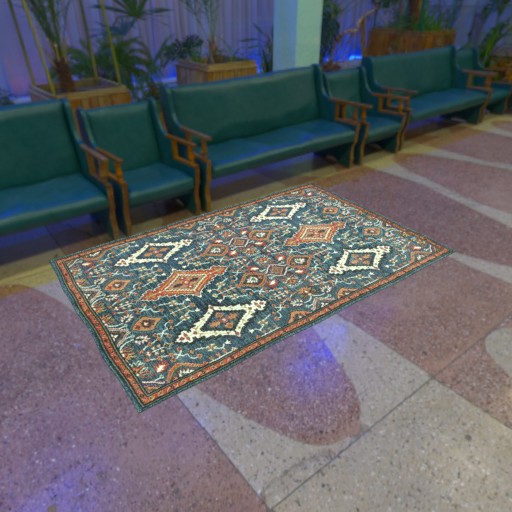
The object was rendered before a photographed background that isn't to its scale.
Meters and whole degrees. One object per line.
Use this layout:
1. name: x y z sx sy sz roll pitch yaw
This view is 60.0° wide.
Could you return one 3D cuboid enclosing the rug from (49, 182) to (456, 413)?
1. rug: 0.000 0.000 4.314 3.371 0.008 2.190 -21 37 -30
